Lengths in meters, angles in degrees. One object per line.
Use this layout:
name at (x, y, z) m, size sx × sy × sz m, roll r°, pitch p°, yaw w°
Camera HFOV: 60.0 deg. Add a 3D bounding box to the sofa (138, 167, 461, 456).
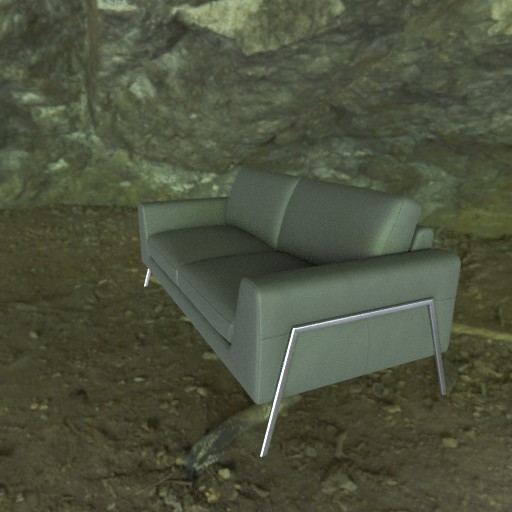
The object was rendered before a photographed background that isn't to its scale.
sofa at (0.000, 0.000, 2.542) m, size 0.953 × 0.875 × 2.017 m, roll -7°, pitch 18°, yaw -24°
